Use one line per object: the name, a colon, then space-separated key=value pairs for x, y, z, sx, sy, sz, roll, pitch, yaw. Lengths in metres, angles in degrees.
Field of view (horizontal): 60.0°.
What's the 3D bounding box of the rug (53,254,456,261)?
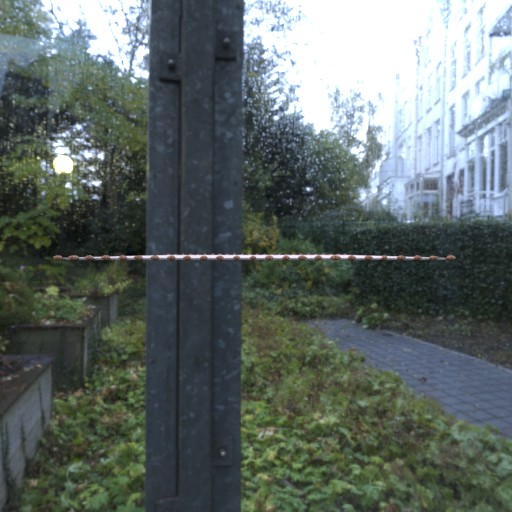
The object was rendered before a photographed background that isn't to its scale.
rug: x=0.000 y=0.000 z=4.368 sx=2.451 sy=0.035 sz=3.369 roll=0 pitch=0 yaw=1
